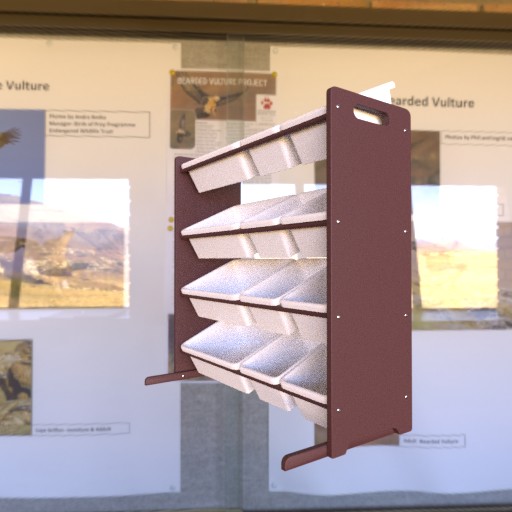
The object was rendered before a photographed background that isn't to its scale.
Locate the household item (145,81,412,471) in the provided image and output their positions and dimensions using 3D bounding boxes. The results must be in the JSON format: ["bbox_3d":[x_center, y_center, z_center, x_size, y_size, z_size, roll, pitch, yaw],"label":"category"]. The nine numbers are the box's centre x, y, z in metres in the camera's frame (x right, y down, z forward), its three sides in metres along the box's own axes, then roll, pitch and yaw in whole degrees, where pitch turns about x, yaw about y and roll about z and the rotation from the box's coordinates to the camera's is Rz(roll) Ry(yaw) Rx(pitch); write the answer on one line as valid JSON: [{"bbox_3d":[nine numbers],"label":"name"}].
[{"bbox_3d":[0.000,0.000,1.302,0.389,0.864,0.787,0,-1,-35],"label":"household item"}]
